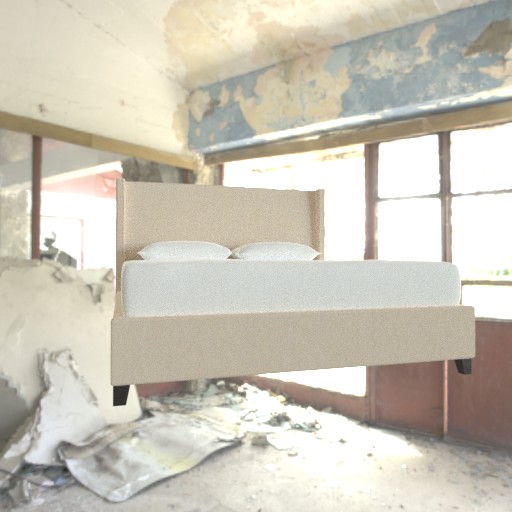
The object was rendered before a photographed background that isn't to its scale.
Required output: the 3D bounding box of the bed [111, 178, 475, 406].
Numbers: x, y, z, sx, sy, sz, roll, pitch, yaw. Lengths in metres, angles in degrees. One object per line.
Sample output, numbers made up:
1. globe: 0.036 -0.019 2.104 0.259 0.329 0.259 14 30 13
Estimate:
1. bed: 0.000 0.000 3.516 2.145 1.471 2.293 0 -1 -17
